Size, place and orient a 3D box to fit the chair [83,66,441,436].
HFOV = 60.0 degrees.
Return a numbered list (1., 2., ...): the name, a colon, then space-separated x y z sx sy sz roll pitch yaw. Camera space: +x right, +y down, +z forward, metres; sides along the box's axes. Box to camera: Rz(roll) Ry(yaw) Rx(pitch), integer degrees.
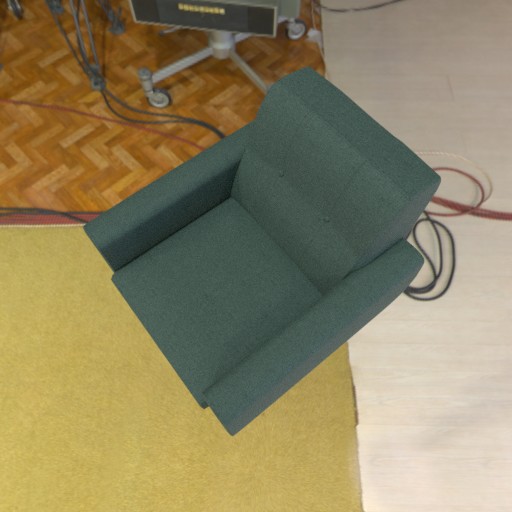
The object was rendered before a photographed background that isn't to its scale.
1. chair: 0.000 0.000 1.583 0.909 0.841 0.831 -35 69 -16
